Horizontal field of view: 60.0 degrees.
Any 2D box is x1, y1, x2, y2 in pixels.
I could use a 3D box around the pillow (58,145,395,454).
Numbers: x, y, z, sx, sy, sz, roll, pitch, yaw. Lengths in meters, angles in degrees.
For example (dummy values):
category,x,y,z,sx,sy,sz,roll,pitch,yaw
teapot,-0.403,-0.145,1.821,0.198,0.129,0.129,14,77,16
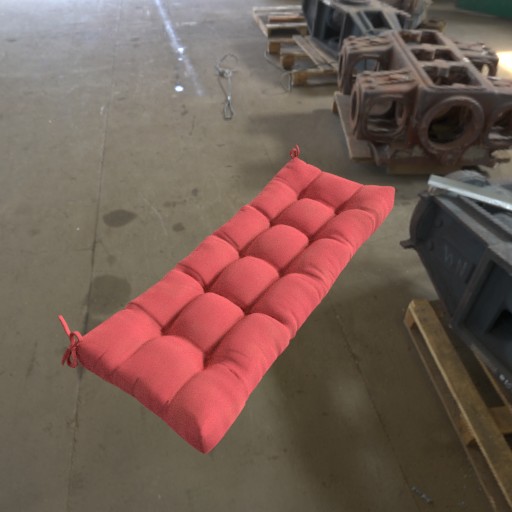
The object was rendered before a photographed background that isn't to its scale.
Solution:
category,x,y,z,sx,sy,sz,roll,pitch,yaw
pillow,0.000,0.000,1.398,0.511,0.174,1.194,25,48,24
